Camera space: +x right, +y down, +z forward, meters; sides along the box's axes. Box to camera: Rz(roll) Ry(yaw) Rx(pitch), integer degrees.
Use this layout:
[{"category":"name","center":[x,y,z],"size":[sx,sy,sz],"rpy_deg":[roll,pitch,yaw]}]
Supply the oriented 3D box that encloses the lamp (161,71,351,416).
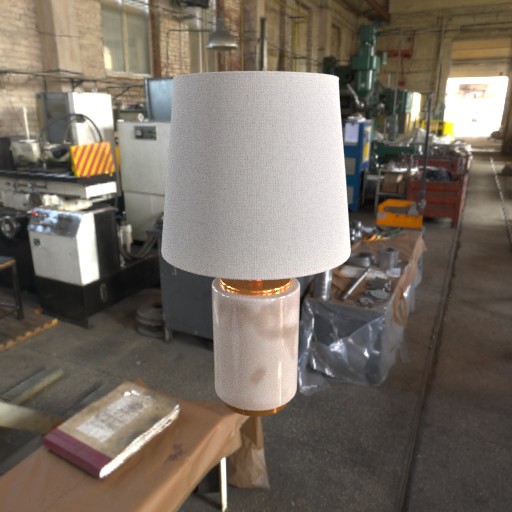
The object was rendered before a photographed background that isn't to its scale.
[{"category":"lamp","center":[0.000,0.000,0.456],"size":[0.189,0.340,0.189],"rpy_deg":[0,18,0]}]
